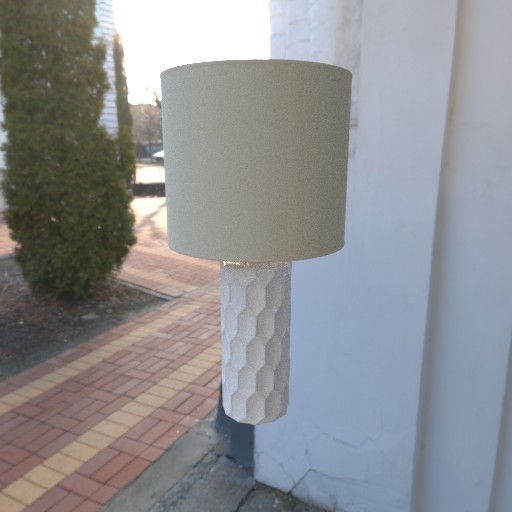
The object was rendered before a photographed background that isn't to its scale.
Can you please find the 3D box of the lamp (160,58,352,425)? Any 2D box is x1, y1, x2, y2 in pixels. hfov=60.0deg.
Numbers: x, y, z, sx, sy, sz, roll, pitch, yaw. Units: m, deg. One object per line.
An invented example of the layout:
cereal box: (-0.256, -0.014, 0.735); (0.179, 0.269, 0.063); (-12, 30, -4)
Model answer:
lamp: (0.000, 0.000, 0.711); (0.277, 0.537, 0.277); (-13, 18, -43)
